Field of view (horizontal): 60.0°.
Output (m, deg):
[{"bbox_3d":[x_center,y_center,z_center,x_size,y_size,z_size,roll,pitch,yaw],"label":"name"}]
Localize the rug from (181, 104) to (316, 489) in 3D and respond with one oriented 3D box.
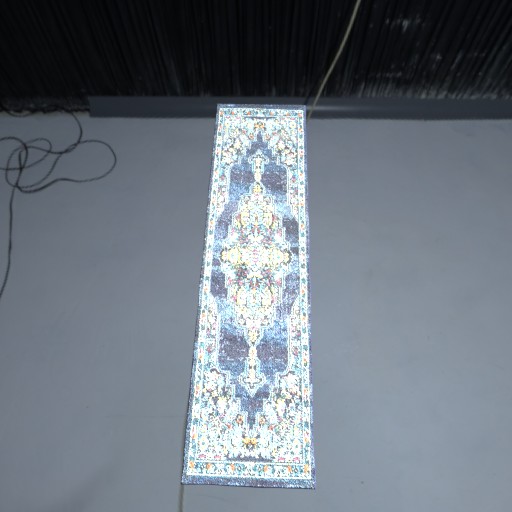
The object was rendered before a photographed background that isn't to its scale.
[{"bbox_3d":[0.000,0.000,2.465,0.602,0.016,2.283,2,63,1],"label":"rug"}]
